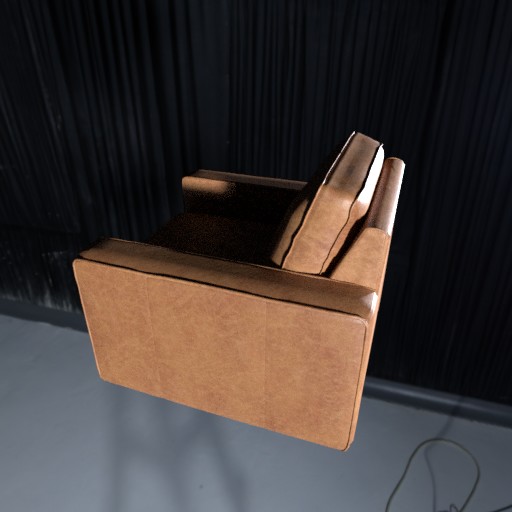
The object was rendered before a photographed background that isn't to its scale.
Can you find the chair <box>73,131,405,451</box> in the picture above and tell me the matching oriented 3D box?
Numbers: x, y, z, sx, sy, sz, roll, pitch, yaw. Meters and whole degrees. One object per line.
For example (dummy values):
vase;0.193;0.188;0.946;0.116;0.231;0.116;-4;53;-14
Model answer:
chair;0.000;0.000;1.764;1.027;0.901;0.987;9;31;14
